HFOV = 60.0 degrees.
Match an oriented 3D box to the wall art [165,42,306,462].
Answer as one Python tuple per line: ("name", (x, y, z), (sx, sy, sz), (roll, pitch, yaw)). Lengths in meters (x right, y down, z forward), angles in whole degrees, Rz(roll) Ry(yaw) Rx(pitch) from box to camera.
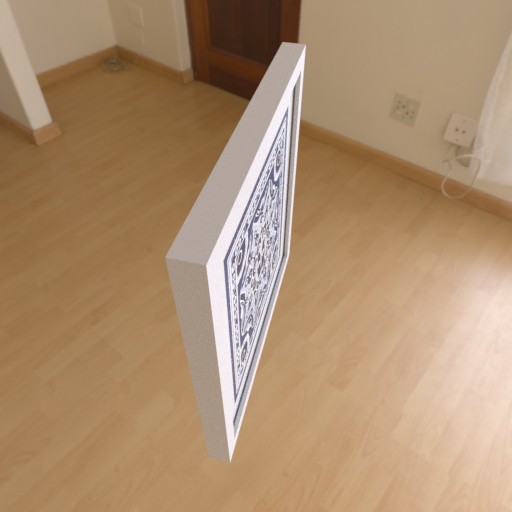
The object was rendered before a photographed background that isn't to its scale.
("wall art", (0.000, 0.000, 0.525), (0.027, 0.355, 0.355), (11, 48, 10))
